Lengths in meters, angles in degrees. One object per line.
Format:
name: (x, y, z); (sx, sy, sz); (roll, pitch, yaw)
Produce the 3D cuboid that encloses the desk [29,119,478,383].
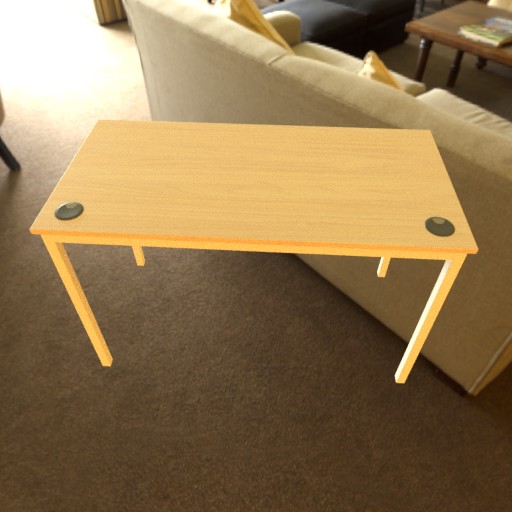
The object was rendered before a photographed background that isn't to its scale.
desk: (0.000, 0.000, 1.656); (1.200, 0.750, 0.600); (3, 46, 3)
